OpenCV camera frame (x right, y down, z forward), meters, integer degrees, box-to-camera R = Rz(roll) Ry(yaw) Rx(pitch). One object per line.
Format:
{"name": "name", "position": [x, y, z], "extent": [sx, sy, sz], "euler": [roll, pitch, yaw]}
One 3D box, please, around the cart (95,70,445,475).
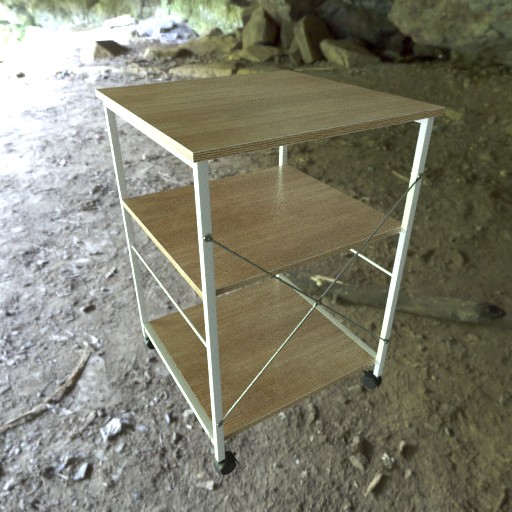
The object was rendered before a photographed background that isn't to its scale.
{"name": "cart", "position": [0.000, 0.000, 1.108], "extent": [0.521, 0.762, 0.520], "euler": [-18, 35, -27]}
